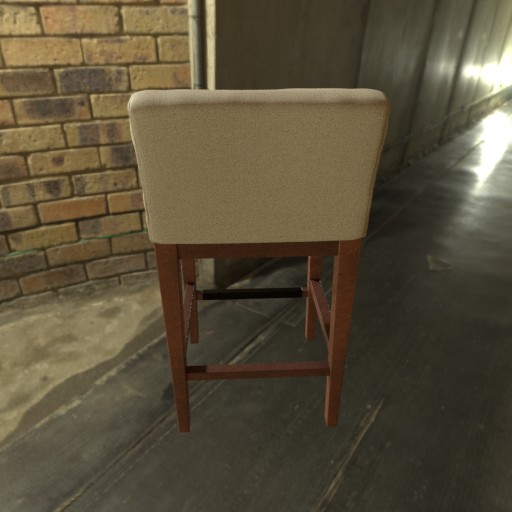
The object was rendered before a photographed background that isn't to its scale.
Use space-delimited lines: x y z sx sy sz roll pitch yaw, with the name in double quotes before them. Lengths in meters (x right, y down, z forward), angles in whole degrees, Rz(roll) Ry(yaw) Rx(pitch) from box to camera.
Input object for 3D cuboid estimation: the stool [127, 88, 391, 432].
"stool" 0.000 0.000 1.248 0.511 0.937 0.500 -1 28 -3
